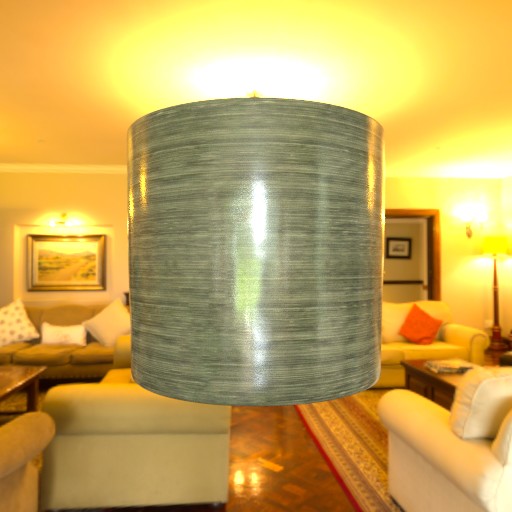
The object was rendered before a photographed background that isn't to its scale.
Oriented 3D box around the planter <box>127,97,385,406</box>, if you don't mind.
[{"bbox_3d":[0.000,0.000,0.394,0.221,0.201,0.221,0,-1,0],"label":"planter"}]
